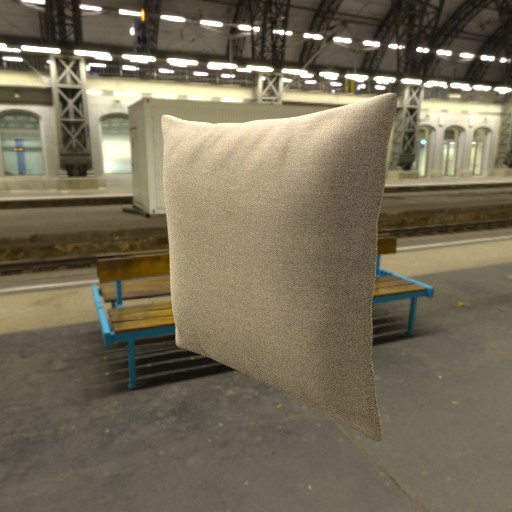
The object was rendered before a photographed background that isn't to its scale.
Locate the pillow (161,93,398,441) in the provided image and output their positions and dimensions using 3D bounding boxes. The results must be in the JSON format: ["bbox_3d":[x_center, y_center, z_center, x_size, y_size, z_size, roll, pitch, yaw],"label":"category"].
[{"bbox_3d":[0.000,0.000,0.793,0.523,0.510,0.166,12,18,43],"label":"pillow"}]
